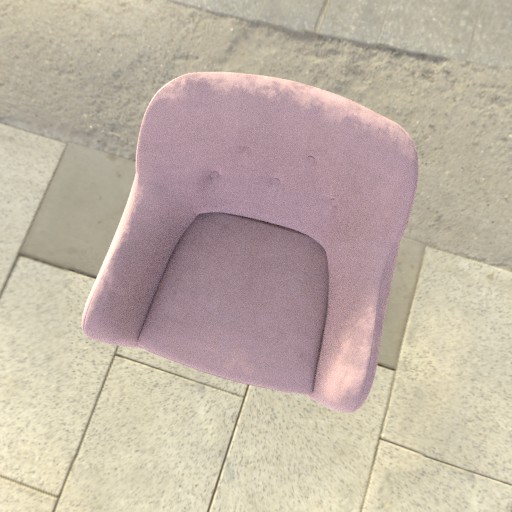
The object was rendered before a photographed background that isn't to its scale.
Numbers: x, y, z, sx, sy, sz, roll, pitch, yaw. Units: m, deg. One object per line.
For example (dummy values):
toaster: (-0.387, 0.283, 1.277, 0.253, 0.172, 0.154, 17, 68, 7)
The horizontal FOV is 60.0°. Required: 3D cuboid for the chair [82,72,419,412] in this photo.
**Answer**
chair: (0.000, 0.000, 1.489, 0.840, 0.820, 0.820, 15, 77, 4)
